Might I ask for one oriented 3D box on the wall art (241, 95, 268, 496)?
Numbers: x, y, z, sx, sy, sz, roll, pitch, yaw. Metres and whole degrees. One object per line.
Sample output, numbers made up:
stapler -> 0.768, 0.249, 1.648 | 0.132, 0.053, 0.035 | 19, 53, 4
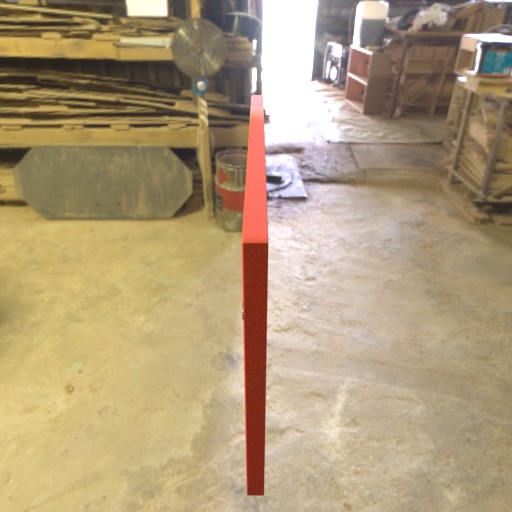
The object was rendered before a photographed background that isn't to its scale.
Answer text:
wall art -> 0.000, 0.000, 1.146 | 0.040, 0.609, 0.913 | 0, 32, 0
